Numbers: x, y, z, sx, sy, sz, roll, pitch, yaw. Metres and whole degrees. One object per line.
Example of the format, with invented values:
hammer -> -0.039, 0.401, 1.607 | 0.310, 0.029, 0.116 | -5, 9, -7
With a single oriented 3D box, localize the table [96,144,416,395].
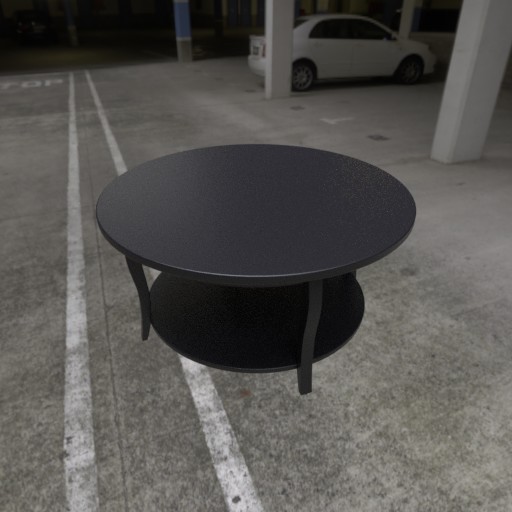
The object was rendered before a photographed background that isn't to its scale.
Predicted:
table -> 0.000, 0.000, 1.440 | 0.914, 0.457, 0.914 | 0, 31, 0
